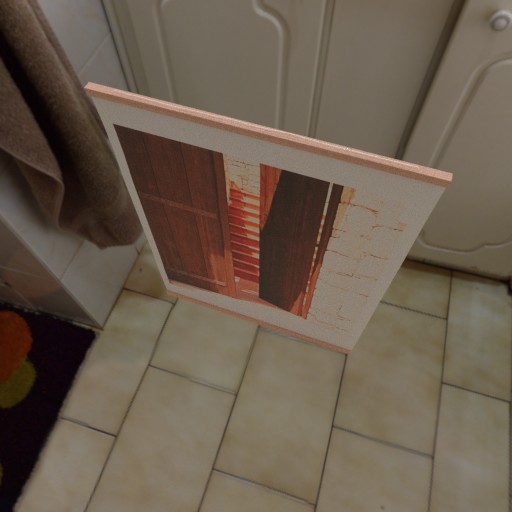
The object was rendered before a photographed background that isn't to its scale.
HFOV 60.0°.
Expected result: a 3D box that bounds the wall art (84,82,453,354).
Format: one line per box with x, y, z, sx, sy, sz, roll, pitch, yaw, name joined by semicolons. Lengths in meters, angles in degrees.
0.000;0.000;1.303;0.758;1.013;0.020;17;61;10;wall art
